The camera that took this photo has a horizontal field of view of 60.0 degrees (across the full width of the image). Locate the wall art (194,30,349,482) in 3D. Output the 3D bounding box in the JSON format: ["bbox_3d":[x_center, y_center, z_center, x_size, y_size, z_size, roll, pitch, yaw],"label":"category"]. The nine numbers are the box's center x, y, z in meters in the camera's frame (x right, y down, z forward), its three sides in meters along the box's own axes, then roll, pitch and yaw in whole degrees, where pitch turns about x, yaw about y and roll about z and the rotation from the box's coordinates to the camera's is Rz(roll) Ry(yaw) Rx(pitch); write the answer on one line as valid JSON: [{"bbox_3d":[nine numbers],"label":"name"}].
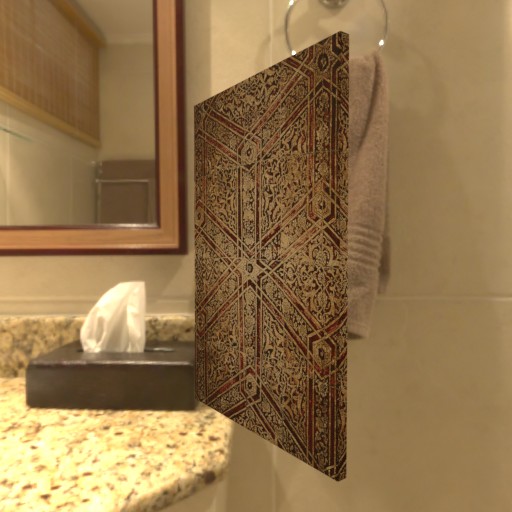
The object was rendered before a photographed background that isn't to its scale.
[{"bbox_3d":[0.000,0.000,0.753,0.020,0.599,0.397,-1,2,-36],"label":"wall art"}]
